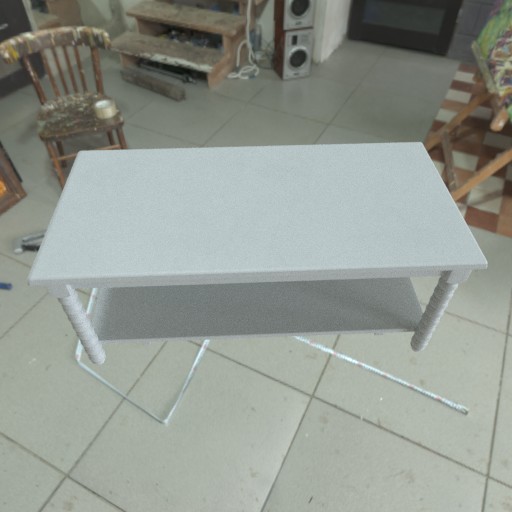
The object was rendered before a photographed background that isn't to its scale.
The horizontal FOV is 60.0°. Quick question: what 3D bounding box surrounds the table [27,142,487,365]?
[{"bbox_3d":[0.000,0.000,1.486,1.171,0.487,0.580,-2,47,-2],"label":"table"}]
